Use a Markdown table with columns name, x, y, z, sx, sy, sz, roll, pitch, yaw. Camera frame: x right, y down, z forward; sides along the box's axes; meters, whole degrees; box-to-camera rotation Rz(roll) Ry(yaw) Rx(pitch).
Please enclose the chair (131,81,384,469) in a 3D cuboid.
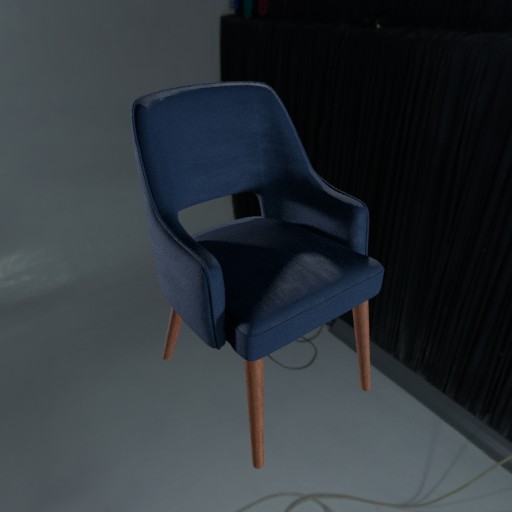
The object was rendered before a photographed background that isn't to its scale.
| name | x | y | z | sx | sy | sz | roll | pitch | yaw |
| --- | --- | --- | --- | --- | --- | --- | --- | --- | --- |
| chair | 0.000 | 0.000 | 1.245 | 0.559 | 0.844 | 0.591 | -21 | 36 | -32 |
